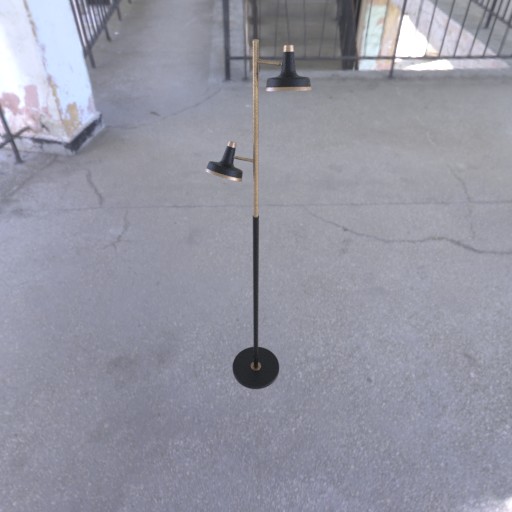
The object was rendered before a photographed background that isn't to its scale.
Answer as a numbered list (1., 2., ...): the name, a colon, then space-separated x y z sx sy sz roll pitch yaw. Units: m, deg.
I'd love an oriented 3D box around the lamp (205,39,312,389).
1. lamp: 0.000 0.000 1.824 0.351 1.674 0.253 13 45 14
